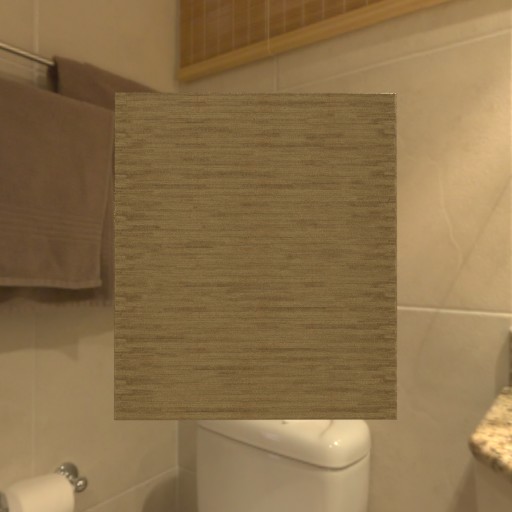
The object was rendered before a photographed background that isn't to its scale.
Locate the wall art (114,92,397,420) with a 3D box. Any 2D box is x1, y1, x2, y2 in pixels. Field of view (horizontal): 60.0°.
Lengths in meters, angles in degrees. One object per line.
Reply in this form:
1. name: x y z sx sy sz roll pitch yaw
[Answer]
1. wall art: 0.000 0.000 0.761 0.483 0.559 0.009 0 0 0
